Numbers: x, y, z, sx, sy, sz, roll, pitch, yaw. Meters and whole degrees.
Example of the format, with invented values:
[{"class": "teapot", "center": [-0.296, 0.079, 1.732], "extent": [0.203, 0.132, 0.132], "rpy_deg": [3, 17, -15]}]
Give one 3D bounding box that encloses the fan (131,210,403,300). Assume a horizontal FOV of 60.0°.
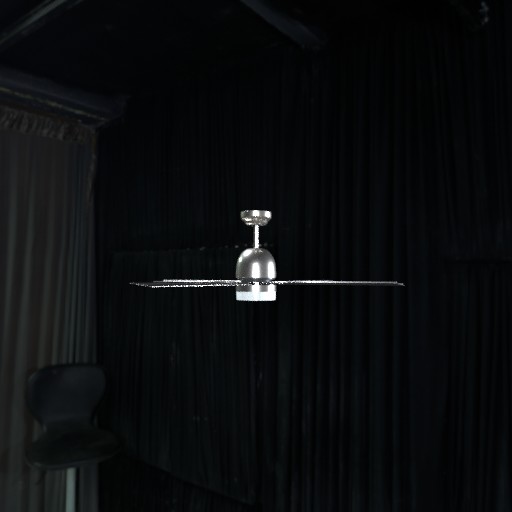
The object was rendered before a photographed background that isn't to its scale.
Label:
[{"class": "fan", "center": [0.000, 0.000, 2.071], "extent": [1.346, 0.406, 1.346], "rpy_deg": [-2, -3, 35]}]
